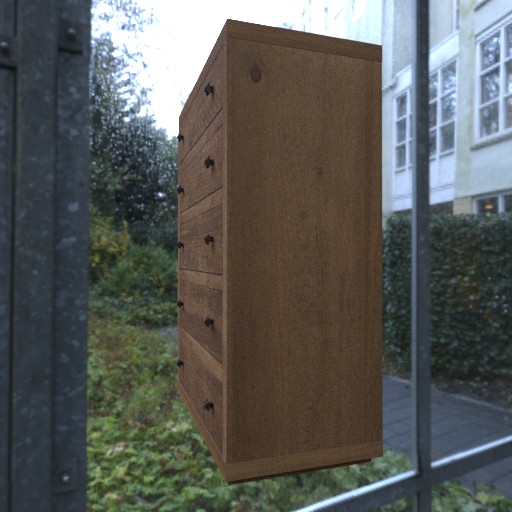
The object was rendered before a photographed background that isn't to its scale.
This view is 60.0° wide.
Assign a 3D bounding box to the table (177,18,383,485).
[{"bbox_3d":[0.000,0.000,1.707,0.524,1.294,0.901,0,0,-18],"label":"table"}]
